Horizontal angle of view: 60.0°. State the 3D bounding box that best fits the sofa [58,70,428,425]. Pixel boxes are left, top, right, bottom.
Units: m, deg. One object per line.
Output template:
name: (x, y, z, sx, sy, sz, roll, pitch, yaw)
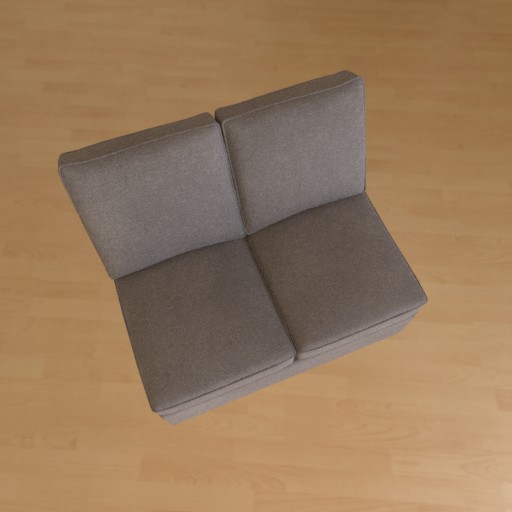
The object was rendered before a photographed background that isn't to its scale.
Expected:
sofa: (0.000, 0.000, 1.934, 1.237, 1.008, 0.951, -20, 65, -9)
